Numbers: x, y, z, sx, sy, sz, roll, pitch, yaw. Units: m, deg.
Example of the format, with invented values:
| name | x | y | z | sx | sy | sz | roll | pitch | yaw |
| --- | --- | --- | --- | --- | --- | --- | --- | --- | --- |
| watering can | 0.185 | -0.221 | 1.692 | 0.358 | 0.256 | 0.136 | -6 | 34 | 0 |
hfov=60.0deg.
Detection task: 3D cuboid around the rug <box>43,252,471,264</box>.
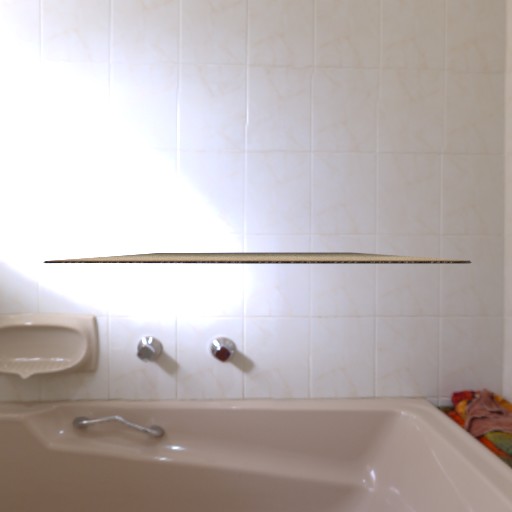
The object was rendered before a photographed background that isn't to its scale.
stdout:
| name | x | y | z | sx | sy | sz | roll | pitch | yaw |
| --- | --- | --- | --- | --- | --- | --- | --- | --- | --- |
| rug | 0.000 | 0.000 | 3.804 | 2.305 | 0.017 | 2.902 | 0 | 1 | 0 |
